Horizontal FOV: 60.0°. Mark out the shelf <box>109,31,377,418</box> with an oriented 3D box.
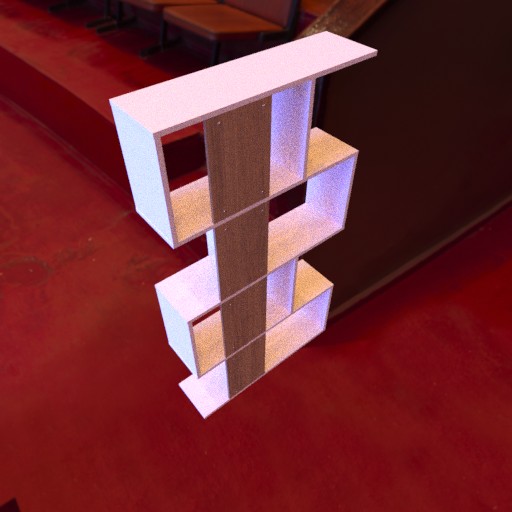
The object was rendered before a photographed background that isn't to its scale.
[{"bbox_3d":[0.000,0.000,1.993,0.890,1.650,0.250,-30,52,-27],"label":"shelf"}]
